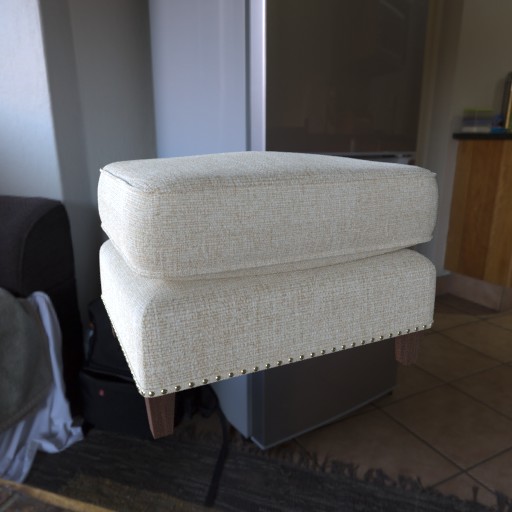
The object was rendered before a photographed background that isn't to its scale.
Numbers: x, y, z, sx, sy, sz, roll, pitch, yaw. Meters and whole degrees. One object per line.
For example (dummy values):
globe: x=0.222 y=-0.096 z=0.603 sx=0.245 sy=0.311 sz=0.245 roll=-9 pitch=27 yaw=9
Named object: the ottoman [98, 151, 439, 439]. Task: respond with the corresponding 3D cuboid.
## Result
ottoman: x=0.000 y=0.000 z=1.165 sx=0.738 sy=0.537 sz=0.589 roll=-7 pitch=17 yaw=-25
